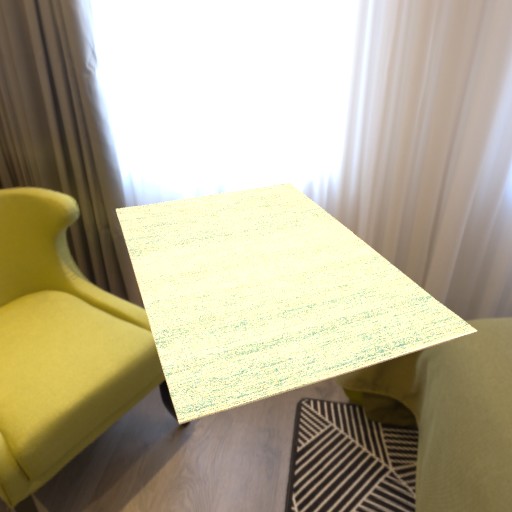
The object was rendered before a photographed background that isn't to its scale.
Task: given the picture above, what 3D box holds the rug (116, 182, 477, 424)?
[{"bbox_3d":[0.000,0.000,2.989,1.593,0.029,2.305,-11,32,-18],"label":"rug"}]
